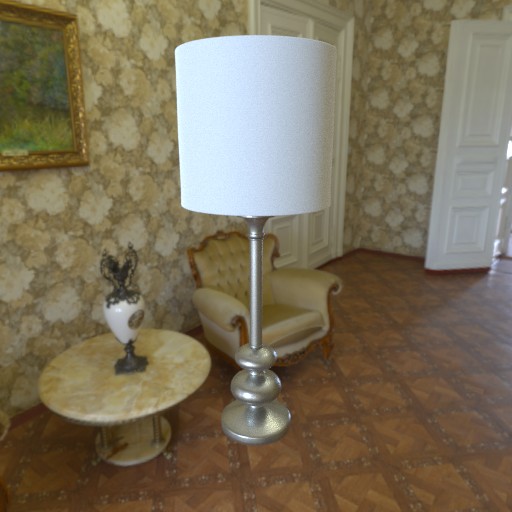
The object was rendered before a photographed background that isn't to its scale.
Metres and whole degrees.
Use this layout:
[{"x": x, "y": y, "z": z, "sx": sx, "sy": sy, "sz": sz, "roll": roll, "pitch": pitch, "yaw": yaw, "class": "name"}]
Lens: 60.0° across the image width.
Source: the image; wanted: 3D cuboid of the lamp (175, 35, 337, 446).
[{"x": 0.000, "y": 0.000, "z": 0.788, "sx": 0.254, "sy": 0.690, "sz": 0.254, "roll": -2, "pitch": 15, "yaw": -9, "class": "lamp"}]
